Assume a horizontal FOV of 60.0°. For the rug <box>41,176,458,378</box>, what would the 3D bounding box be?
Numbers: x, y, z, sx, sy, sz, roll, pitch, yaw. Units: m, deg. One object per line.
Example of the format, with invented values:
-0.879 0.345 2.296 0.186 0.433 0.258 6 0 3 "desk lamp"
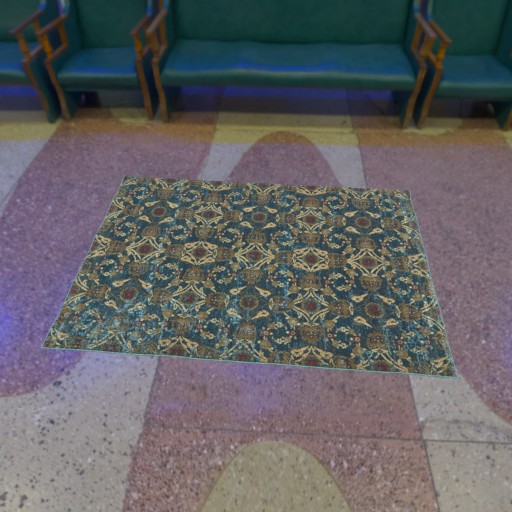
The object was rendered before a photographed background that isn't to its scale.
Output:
0.000 0.000 2.876 2.207 0.014 1.567 3 46 3 "rug"
